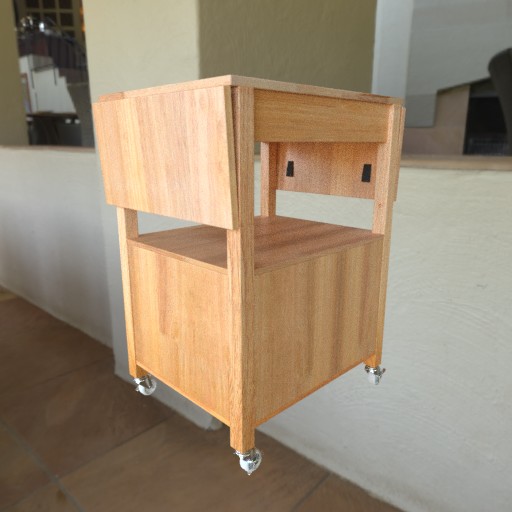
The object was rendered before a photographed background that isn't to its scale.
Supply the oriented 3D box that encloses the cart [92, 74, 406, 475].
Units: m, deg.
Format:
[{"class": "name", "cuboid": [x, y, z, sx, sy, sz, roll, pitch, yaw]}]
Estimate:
[{"class": "cart", "cuboid": [0.000, 0.000, 1.235, 0.640, 0.838, 0.508, -14, 20, -43]}]
